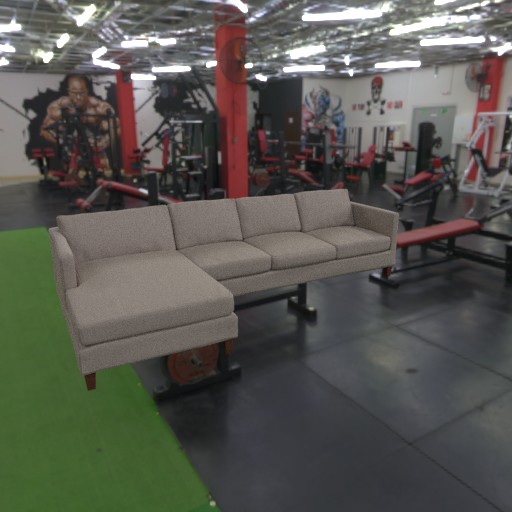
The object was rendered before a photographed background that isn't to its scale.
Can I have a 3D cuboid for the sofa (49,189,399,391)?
[{"bbox_3d":[0.000,0.000,3.902,3.186,0.846,1.625,-9,19,-27],"label":"sofa"}]
